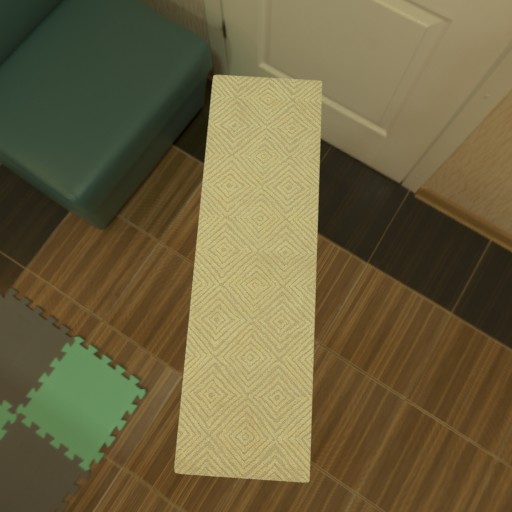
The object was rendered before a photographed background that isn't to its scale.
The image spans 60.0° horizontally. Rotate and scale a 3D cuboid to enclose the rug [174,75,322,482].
[{"bbox_3d":[0.000,0.000,2.475,0.676,0.008,2.277,4,76,1],"label":"rug"}]
